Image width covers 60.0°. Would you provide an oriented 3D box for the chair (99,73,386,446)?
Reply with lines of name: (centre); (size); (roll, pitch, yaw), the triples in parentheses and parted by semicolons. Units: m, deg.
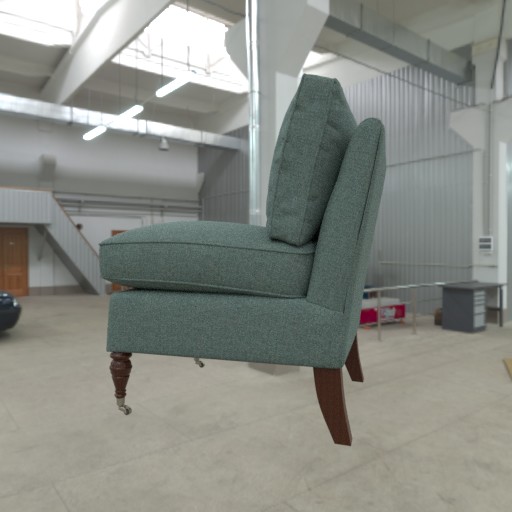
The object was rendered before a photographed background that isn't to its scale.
chair: (0.000, 0.000, 1.421); (0.796, 0.901, 0.624); (0, 1, 17)
